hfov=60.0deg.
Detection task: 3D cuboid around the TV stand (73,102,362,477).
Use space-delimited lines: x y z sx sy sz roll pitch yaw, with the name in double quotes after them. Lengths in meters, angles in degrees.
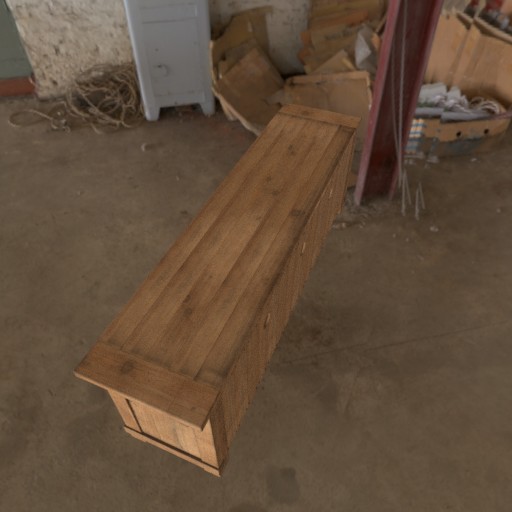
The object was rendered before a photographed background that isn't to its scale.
0.000 0.000 2.041 0.453 0.573 1.804 17 49 16 "TV stand"
